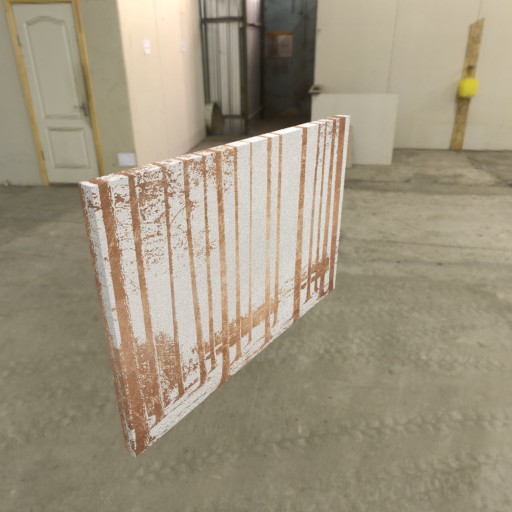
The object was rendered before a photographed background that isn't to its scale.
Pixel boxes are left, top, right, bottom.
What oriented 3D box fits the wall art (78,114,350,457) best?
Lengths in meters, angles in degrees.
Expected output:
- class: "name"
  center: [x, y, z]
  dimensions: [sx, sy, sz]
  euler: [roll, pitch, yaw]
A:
- class: "wall art"
  center: [0.000, 0.000, 1.167]
  dimensions: [0.035, 0.609, 0.914]
  euler: [18, 31, 33]
